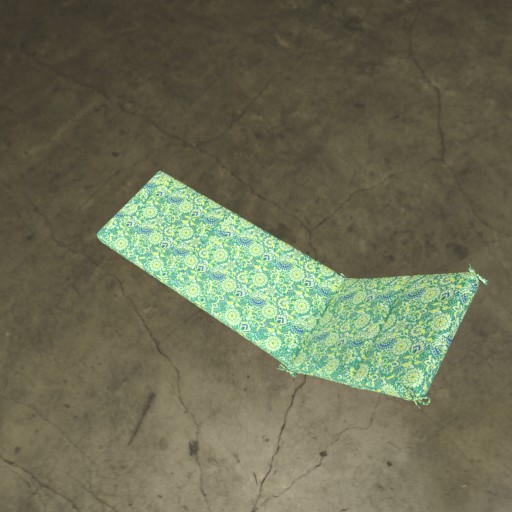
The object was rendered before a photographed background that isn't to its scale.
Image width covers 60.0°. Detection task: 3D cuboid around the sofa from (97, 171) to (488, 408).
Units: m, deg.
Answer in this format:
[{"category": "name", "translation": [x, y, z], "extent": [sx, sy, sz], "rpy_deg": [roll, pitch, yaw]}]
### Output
[{"category": "sofa", "translation": [0.000, 0.000, 1.946], "extent": [1.663, 0.622, 0.582], "rpy_deg": [31, 66, 16]}]
